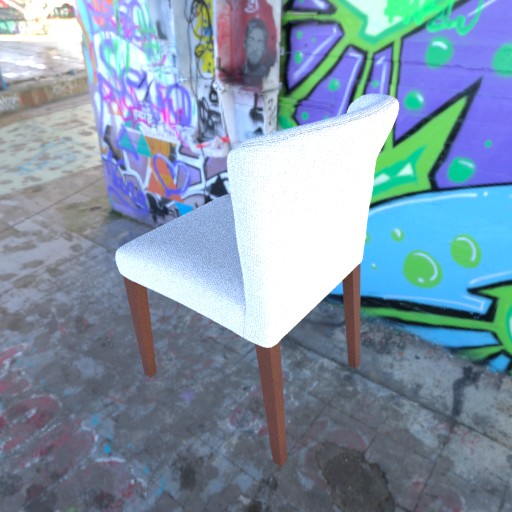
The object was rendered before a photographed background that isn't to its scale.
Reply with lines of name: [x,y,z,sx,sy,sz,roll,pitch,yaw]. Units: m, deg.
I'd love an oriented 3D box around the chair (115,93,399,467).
chair: [0.000,0.000,1.161,0.589,0.839,0.491,21,37,31]
